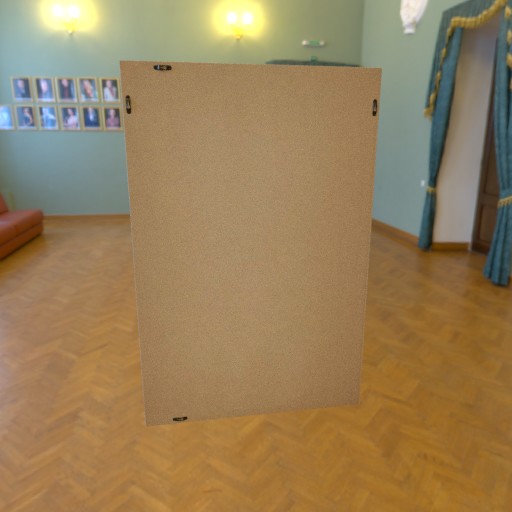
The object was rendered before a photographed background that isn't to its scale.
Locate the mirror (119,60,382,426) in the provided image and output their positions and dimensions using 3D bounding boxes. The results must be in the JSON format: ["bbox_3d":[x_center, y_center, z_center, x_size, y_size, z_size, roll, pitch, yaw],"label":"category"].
[{"bbox_3d":[0.000,0.000,1.144,0.609,0.915,0.041,-3,15,-10],"label":"mirror"}]
